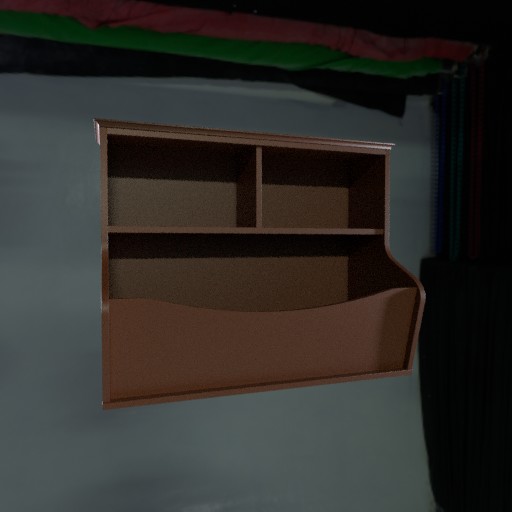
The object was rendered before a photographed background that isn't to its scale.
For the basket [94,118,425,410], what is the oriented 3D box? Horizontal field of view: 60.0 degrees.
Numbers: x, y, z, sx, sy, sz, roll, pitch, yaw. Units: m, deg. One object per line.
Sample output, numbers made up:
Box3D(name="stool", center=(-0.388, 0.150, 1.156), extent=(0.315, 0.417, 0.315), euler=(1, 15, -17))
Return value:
Box3D(name="basket", center=(0.000, 0.000, 1.166), extent=(0.792, 0.625, 0.376), euler=(-1, 2, -19))
